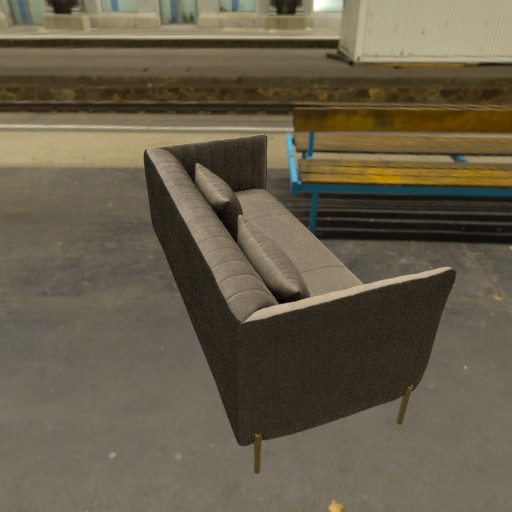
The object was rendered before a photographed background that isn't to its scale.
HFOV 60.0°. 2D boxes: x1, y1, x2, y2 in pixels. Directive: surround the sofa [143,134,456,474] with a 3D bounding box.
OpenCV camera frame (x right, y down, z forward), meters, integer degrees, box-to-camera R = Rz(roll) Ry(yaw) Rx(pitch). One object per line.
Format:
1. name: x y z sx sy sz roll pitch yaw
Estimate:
1. sofa: 0.000 0.000 2.442 0.876 0.780 1.980 -11 33 -18
